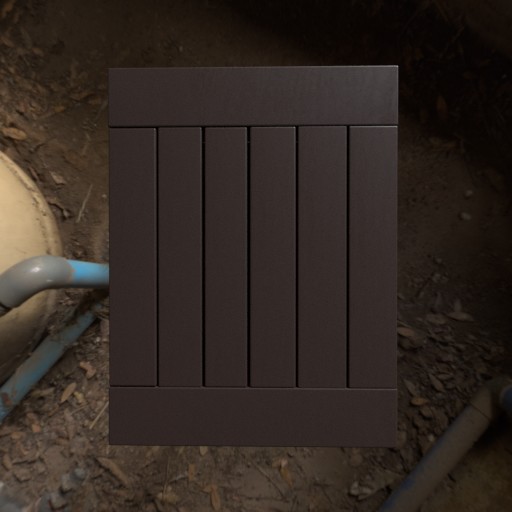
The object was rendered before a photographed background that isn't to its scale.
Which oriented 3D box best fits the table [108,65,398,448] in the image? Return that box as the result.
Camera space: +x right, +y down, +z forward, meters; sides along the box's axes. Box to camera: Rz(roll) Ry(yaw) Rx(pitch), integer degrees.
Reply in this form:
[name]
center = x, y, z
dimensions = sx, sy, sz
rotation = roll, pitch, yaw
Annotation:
[table]
center = 0.000, 0.000, 1.003
dimensions = 0.460, 0.605, 0.602
rotation = 0, 90, 1
